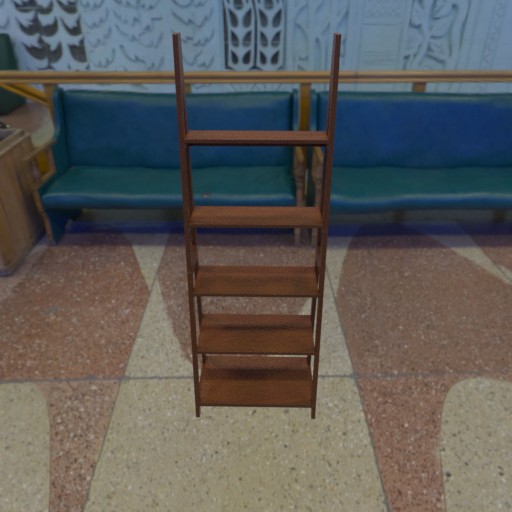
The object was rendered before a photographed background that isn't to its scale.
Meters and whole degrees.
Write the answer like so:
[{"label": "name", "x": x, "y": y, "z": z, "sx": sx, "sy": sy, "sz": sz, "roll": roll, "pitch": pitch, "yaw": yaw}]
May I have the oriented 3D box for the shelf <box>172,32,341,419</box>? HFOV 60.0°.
[{"label": "shelf", "x": 0.000, "y": 0.000, "z": 2.005, "sx": 0.630, "sy": 1.780, "sz": 0.356, "roll": 1, "pitch": 32, "yaw": 1}]
